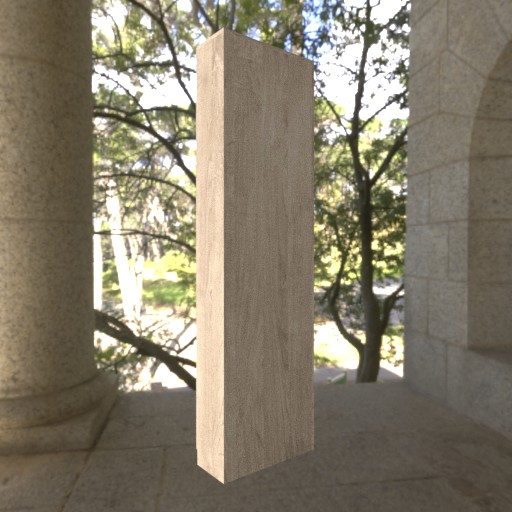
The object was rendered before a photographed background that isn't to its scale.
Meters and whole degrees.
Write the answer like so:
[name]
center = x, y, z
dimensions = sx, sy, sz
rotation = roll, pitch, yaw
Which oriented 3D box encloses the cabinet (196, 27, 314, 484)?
[cabinet]
center = 0.000, 0.000, 1.982
dimensions = 0.500, 1.790, 0.230
rotation = 0, 0, -38
